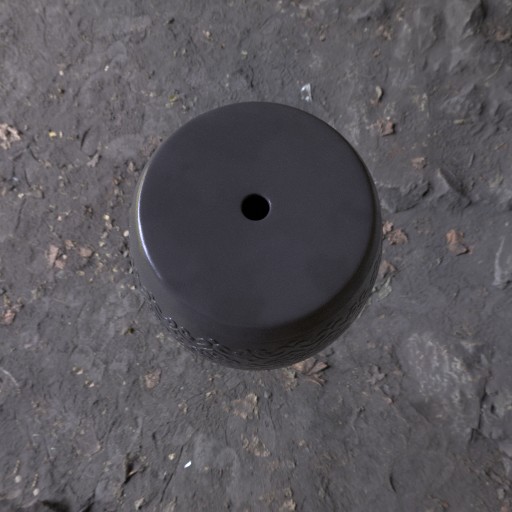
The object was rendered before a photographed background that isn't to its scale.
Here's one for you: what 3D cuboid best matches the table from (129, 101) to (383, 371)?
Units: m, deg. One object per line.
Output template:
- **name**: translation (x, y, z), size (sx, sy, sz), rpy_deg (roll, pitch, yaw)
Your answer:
- **table**: translation (0.000, 0.000, 0.616), size (0.309, 0.397, 0.309), rpy_deg (0, 76, 0)
